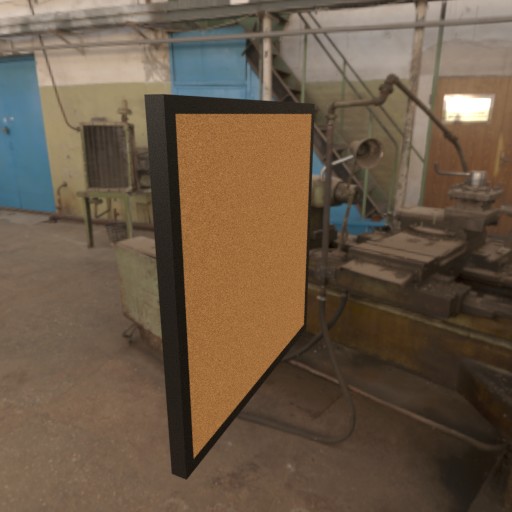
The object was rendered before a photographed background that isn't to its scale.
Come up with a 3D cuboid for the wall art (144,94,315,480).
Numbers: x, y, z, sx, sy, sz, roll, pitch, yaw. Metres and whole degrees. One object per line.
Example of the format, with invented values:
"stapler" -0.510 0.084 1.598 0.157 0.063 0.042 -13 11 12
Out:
"wall art" 0.000 0.000 1.150 0.038 0.762 0.762 8 20 24
